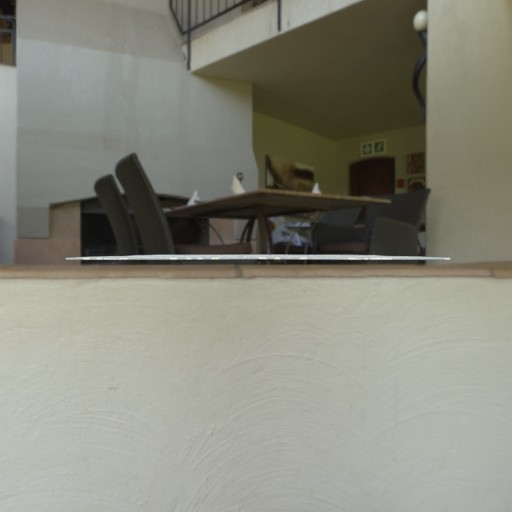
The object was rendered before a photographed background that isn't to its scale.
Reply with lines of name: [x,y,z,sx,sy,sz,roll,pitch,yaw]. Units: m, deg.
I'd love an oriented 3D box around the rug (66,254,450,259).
rug: [0.000,0.000,2.803,1.522,0.013,2.133,0,0,-1]
